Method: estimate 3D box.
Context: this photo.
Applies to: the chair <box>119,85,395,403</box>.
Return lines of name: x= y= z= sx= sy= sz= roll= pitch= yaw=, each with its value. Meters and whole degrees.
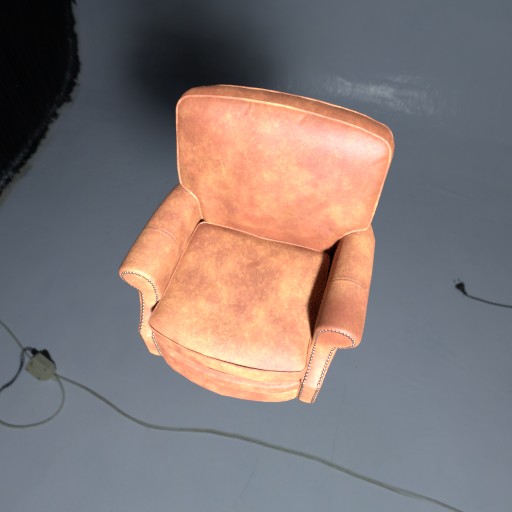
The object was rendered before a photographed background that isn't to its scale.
chair: x=0.000 y=0.000 z=1.813 sx=0.936 sy=1.018 sz=0.986 roll=15 pitch=60 yaw=9
